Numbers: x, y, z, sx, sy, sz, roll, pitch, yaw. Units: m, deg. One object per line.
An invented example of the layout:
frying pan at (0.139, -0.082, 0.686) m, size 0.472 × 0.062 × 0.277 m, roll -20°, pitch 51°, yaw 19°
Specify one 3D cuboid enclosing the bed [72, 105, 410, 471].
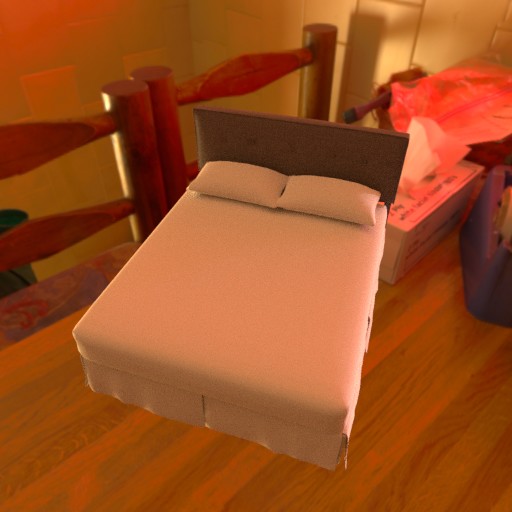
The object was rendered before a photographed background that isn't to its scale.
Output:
bed at (0.000, 0.000, 2.843) m, size 1.610 × 1.089 × 1.894 m, roll 12°, pitch 42°, yaw 14°
